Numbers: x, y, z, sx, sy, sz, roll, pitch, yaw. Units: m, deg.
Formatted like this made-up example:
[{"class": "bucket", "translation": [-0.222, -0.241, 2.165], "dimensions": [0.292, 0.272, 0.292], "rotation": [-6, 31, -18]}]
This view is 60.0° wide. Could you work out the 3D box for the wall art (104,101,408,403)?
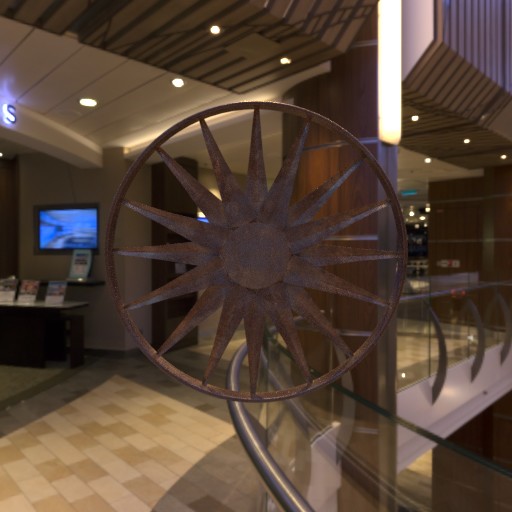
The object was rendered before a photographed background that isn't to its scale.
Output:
[{"class": "wall art", "translation": [0.000, 0.000, 0.866], "dimensions": [0.582, 0.583, 0.084], "rotation": [0, 0, 0]}]
